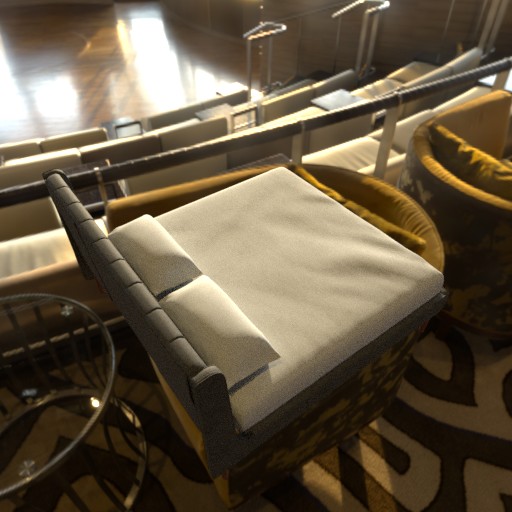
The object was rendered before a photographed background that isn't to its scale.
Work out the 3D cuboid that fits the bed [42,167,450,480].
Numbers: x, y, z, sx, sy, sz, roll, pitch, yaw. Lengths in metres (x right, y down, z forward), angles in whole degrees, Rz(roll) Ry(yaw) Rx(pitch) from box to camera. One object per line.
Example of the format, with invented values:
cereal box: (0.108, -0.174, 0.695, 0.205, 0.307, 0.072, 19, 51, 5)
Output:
bed: (0.000, 0.000, 2.497, 1.638, 0.933, 1.531, -27, 49, -26)
